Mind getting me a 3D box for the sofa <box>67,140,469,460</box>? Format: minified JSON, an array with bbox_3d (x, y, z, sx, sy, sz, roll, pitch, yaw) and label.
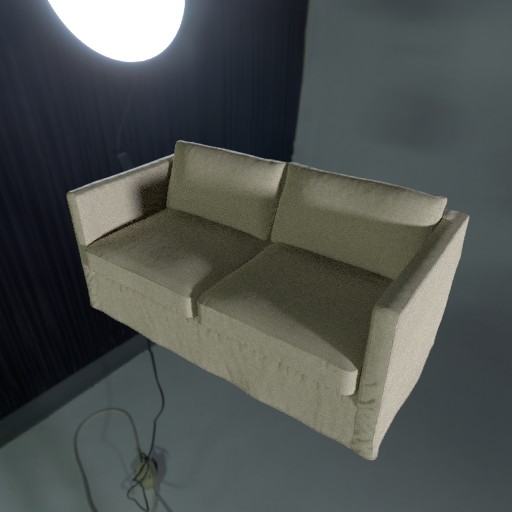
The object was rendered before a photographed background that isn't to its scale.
[{"bbox_3d":[0.000,0.000,2.263,1.766,0.828,0.956,20,36,30],"label":"sofa"}]
